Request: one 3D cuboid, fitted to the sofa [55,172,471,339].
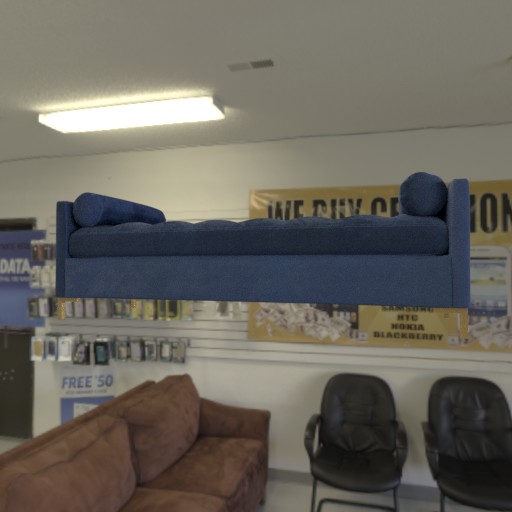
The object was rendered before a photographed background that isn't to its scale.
[{"bbox_3d":[0.000,0.000,2.479,2.102,0.705,0.796,0,-1,18],"label":"sofa"}]
